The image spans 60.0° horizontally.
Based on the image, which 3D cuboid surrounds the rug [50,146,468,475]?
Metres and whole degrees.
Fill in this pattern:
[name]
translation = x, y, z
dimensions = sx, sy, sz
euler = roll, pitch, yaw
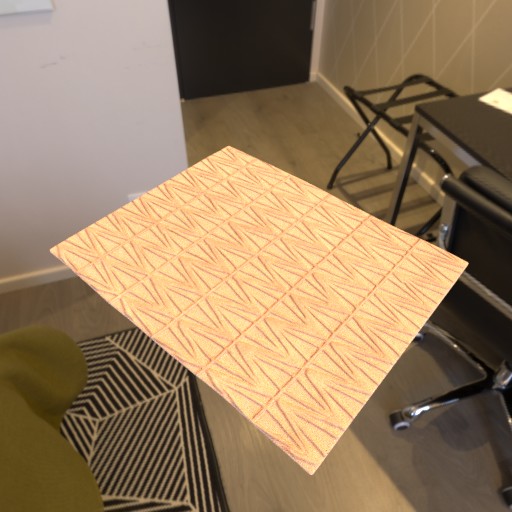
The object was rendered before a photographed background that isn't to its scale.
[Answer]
[rug]
translation = 0.000, 0.000, 4.101
dimensions = 3.052, 0.043, 2.453
euler = 32, 53, 28
